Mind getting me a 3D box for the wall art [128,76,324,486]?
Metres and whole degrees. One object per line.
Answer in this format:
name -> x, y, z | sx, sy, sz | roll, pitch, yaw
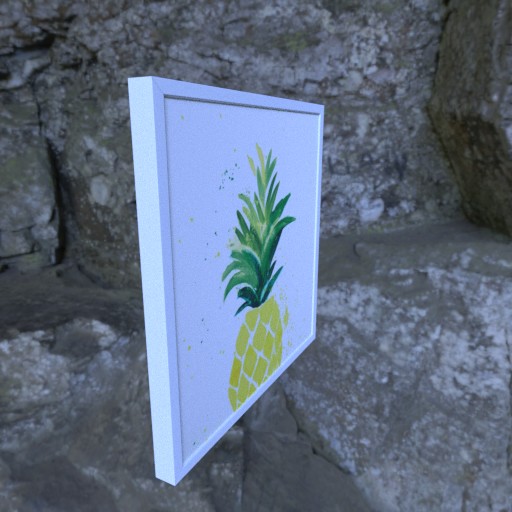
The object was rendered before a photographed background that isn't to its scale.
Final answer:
wall art -> 0.000, 0.000, 0.450 | 0.020, 0.307, 0.307 | 8, 17, 28
